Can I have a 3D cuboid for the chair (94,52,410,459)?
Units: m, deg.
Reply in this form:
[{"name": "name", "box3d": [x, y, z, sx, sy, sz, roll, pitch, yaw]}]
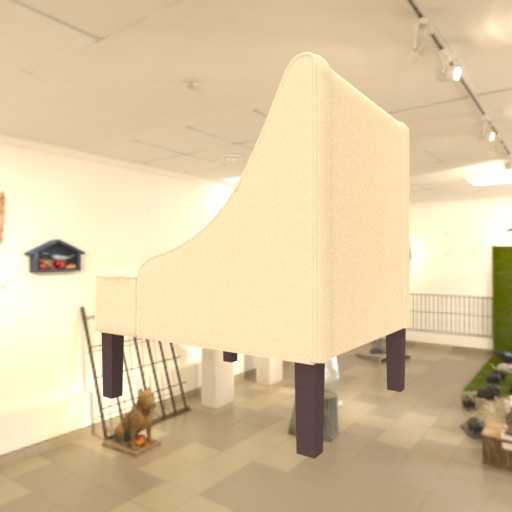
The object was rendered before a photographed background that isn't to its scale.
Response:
[{"name": "chair", "box3d": [0.000, 0.000, 1.444, 0.806, 0.886, 0.689, 0, 0, 36]}]
